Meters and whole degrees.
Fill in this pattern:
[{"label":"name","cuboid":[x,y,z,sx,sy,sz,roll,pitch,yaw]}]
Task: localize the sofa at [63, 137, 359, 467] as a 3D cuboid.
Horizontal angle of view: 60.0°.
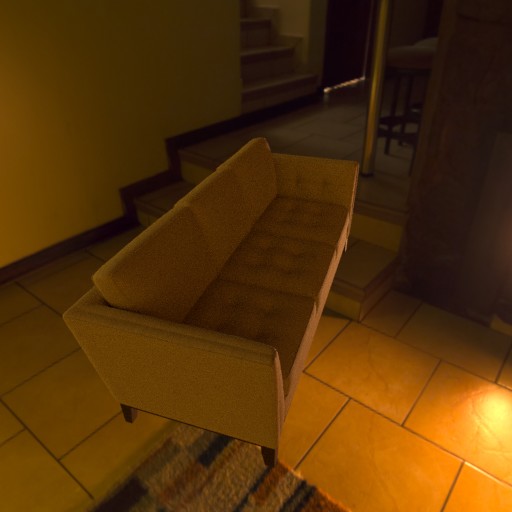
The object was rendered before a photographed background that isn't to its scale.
[{"label":"sofa","cuboid":[0.000,0.000,2.890,0.965,0.940,2.388,10,33,16]}]
